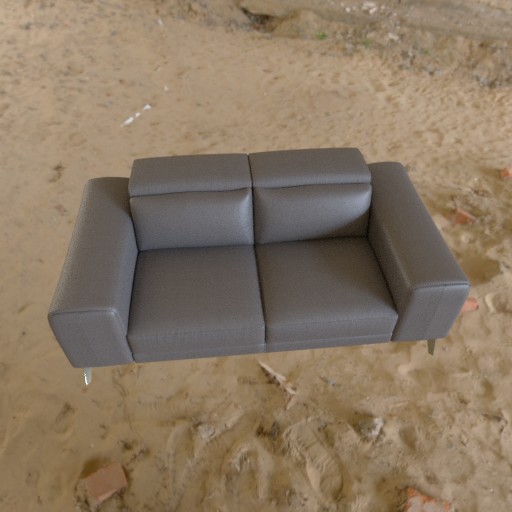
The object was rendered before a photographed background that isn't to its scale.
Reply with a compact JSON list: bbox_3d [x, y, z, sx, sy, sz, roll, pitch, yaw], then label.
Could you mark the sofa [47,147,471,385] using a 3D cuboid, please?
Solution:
[{"bbox_3d":[0.000,0.000,2.453,1.930,0.753,1.024,-4,46,-4],"label":"sofa"}]
